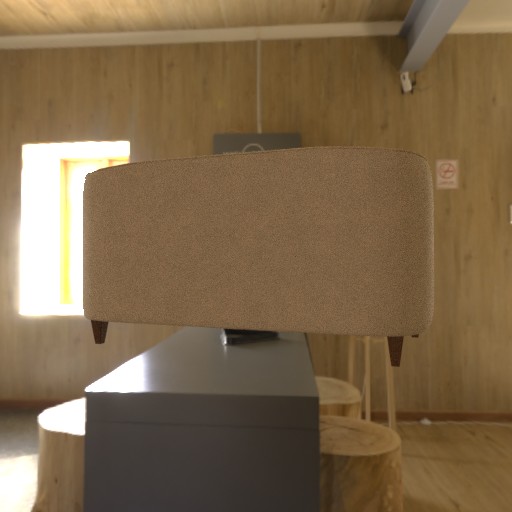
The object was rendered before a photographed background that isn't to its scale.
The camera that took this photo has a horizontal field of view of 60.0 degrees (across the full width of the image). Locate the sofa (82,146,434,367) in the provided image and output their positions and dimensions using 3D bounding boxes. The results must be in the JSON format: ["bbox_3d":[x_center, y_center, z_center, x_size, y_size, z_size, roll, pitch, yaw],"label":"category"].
[{"bbox_3d":[0.000,0.000,2.330,1.731,0.878,0.940,0,0,19],"label":"sofa"}]
